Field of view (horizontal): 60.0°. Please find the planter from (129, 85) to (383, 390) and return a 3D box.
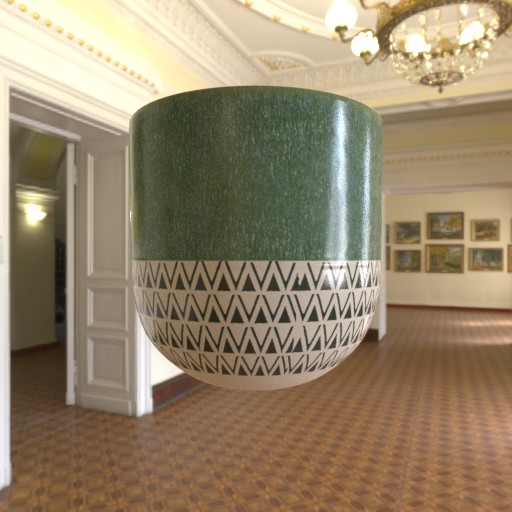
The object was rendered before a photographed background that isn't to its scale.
[{"bbox_3d":[0.000,0.000,0.482,0.266,0.270,0.266,0,0,0],"label":"planter"}]
